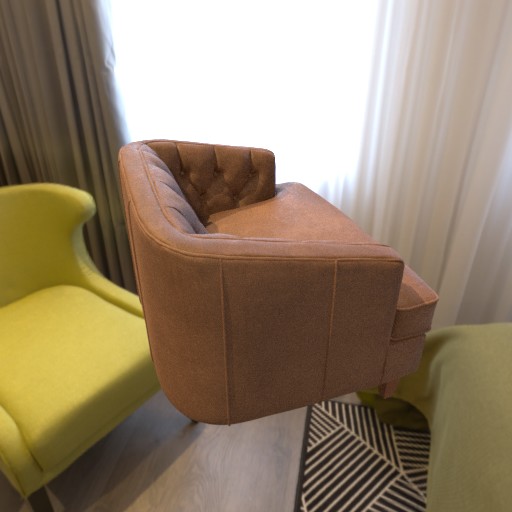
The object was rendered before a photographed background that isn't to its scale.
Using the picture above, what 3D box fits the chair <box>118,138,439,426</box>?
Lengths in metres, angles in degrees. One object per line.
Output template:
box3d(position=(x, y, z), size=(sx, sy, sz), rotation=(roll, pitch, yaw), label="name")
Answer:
box3d(position=(0.000, 0.000, 1.728), size=(0.914, 0.787, 1.118), rotation=(-10, 32, -17), label="chair")
